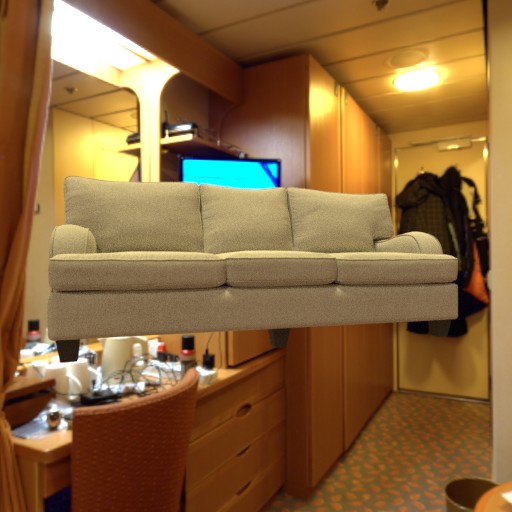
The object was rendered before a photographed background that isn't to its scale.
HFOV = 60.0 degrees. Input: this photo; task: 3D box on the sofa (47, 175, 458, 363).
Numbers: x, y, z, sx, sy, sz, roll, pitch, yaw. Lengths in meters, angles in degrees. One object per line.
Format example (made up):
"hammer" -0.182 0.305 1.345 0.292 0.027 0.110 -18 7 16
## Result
"sofa" 0.000 0.000 2.807 2.323 0.991 1.016 0 0 -18
